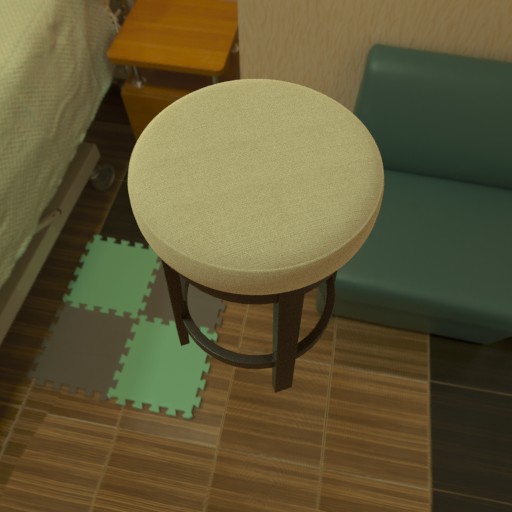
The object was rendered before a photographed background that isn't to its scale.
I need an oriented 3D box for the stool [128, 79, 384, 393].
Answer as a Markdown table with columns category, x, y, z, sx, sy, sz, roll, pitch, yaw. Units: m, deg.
| category | x | y | z | sx | sy | sz | roll | pitch | yaw |
| --- | --- | --- | --- | --- | --- | --- | --- | --- | --- |
| stool | 0.000 | 0.000 | 0.989 | 0.449 | 0.655 | 0.449 | 0 | 59 | 0 |
